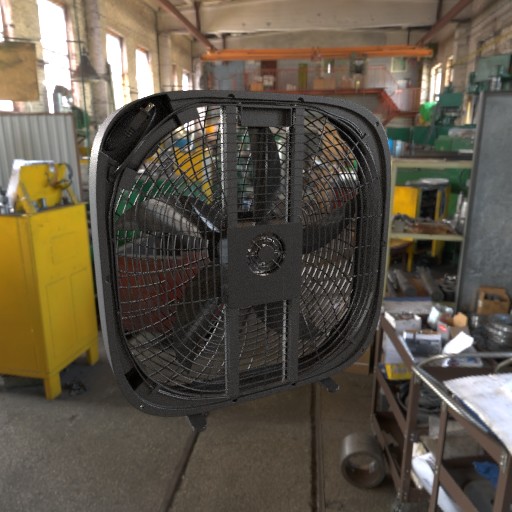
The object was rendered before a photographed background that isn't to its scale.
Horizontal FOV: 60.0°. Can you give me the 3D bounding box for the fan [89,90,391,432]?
[{"bbox_3d":[0.000,0.000,0.776,0.526,0.533,0.142,-7,16,-25],"label":"fan"}]
